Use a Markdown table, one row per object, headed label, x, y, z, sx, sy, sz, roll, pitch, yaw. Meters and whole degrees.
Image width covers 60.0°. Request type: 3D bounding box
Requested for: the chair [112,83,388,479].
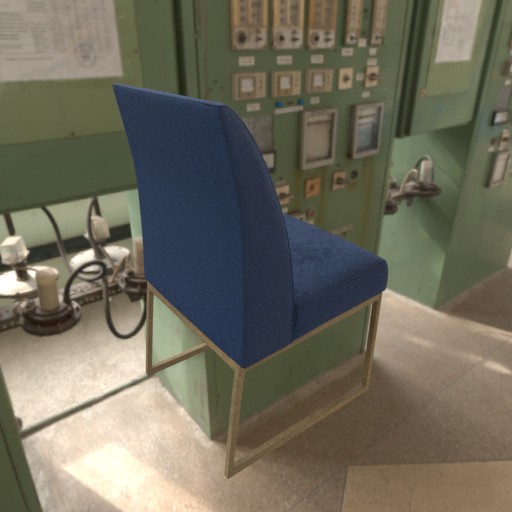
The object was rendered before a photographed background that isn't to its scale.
| label | x | y | z | sx | sy | sz | roll | pitch | yaw |
| --- | --- | --- | --- | --- | --- | --- | --- | --- | --- |
| chair | 0.000 | 0.000 | 1.191 | 0.522 | 0.863 | 0.508 | -18 | 31 | -33 |
